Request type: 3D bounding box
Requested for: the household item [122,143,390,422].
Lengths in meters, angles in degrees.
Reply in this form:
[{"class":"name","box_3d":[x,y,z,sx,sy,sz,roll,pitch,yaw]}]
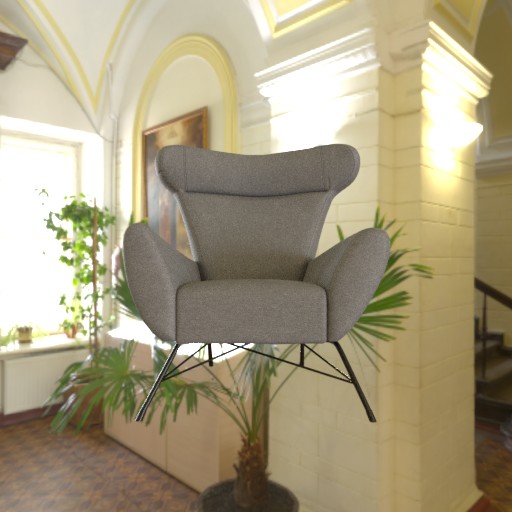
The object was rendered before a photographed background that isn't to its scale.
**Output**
[{"class":"household item","box_3d":[0.000,0.000,1.845,0.980,1.050,0.900,0,0,1]}]
